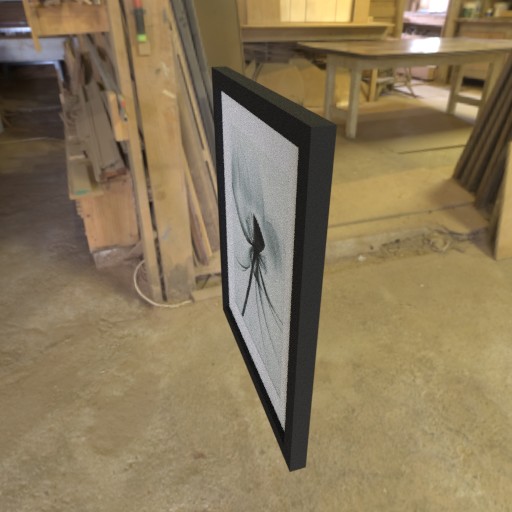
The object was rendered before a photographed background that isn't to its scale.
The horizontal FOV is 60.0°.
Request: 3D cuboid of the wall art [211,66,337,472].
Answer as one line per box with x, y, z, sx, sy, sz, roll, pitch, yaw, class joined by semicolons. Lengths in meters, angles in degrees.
0.000;0.000;0.775;0.029;0.559;0.457;-9;32;-15;wall art
